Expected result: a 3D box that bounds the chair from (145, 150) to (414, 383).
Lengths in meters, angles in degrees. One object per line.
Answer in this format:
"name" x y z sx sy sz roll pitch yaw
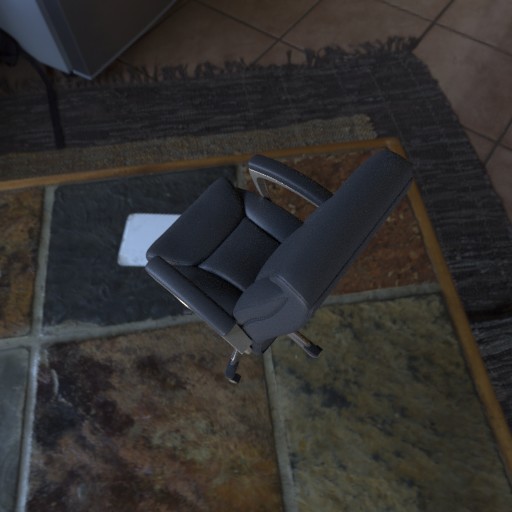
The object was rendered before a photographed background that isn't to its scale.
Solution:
"chair" 0.000 0.000 1.639 0.748 1.188 0.694 35 69 16
